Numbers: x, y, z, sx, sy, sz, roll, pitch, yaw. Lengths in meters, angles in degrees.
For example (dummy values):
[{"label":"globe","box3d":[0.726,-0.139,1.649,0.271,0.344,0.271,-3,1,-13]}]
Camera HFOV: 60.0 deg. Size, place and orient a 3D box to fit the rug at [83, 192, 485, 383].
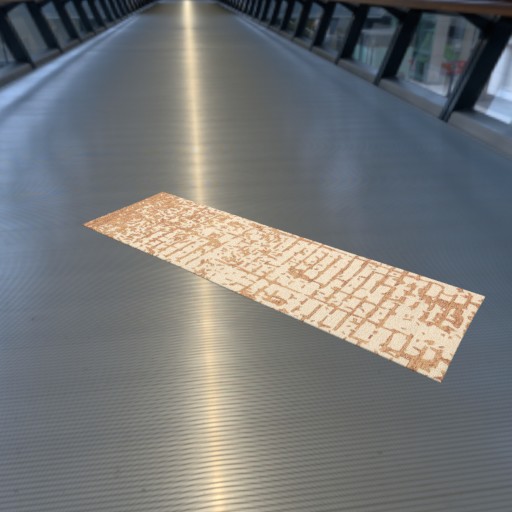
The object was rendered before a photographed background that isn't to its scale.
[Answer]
[{"label":"rug","box3d":[0.000,0.000,2.691,2.435,0.011,0.750,21,36,31]}]
